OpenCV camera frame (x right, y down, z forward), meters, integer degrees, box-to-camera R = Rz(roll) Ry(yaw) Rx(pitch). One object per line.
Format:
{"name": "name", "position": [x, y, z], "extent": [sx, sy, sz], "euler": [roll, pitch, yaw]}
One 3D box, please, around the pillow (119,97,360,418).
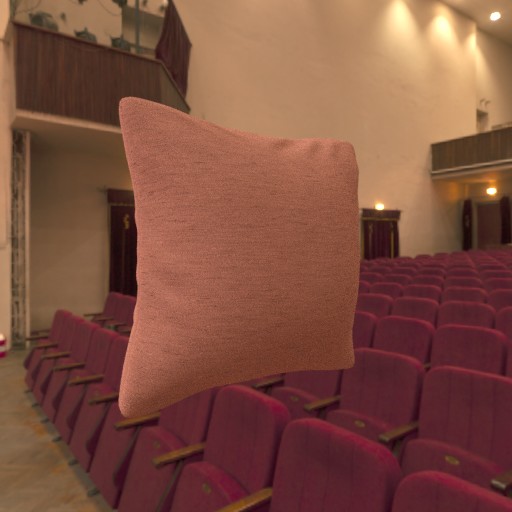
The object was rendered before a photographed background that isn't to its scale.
{"name": "pillow", "position": [0.000, 0.000, 0.691], "extent": [0.432, 0.415, 0.246], "euler": [-1, 1, -36]}
